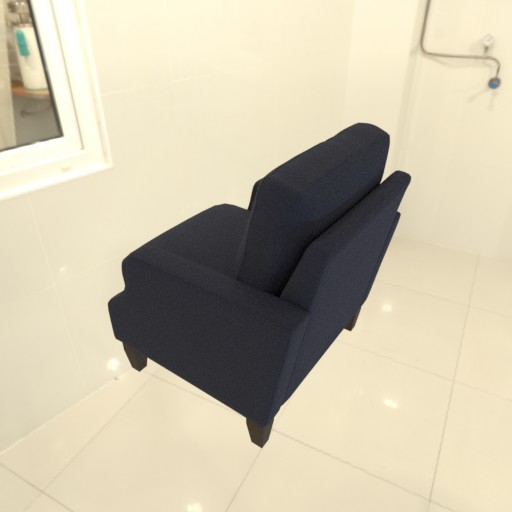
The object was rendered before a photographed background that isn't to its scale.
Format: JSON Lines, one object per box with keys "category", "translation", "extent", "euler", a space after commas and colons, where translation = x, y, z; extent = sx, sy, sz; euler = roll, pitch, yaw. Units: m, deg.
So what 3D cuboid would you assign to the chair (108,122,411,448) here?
{"category": "chair", "translation": [0.000, 0.000, 1.723], "extent": [0.897, 0.991, 0.855], "euler": [21, 38, 29]}
